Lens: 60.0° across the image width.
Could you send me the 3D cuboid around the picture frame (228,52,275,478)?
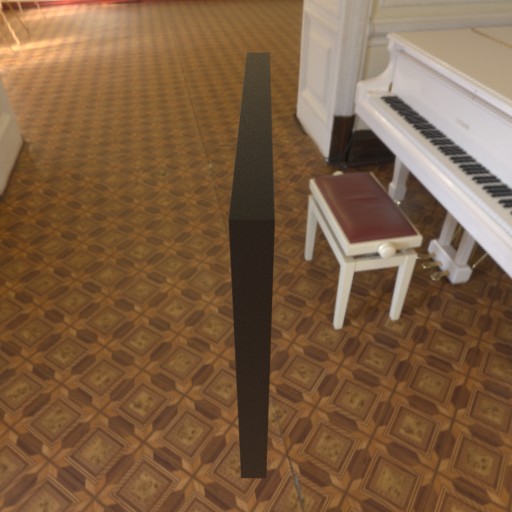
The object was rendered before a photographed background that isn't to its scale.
[{"bbox_3d":[0.000,0.000,0.520,0.029,0.353,0.355,1,40,1],"label":"picture frame"}]
